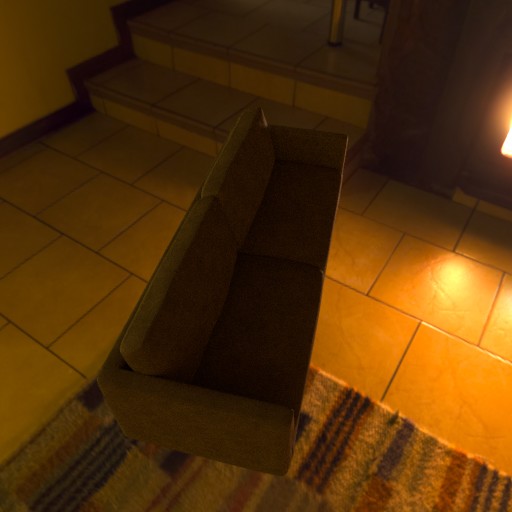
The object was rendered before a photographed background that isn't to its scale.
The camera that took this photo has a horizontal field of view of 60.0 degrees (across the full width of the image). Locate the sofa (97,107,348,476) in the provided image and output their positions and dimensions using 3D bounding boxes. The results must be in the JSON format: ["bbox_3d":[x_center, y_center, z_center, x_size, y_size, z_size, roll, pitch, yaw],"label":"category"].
[{"bbox_3d":[0.000,0.000,2.945,0.951,0.965,2.434,10,47,10],"label":"sofa"}]
